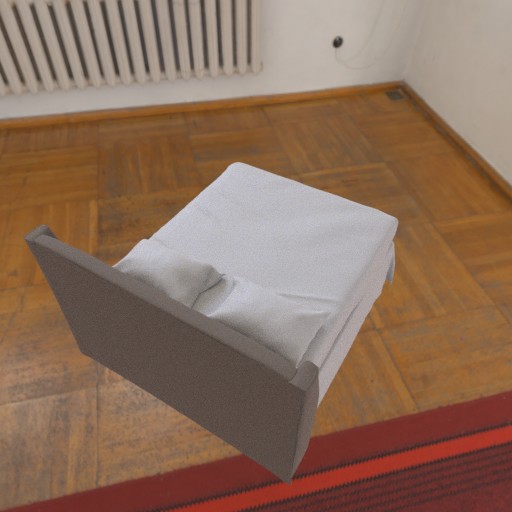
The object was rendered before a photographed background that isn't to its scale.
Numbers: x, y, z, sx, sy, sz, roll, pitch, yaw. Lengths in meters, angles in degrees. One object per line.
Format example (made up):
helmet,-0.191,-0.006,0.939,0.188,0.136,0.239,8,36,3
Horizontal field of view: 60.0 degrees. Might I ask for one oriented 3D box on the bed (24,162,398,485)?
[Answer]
bed,0.000,0.000,3.428,1.925,1.332,2.276,24,51,21
